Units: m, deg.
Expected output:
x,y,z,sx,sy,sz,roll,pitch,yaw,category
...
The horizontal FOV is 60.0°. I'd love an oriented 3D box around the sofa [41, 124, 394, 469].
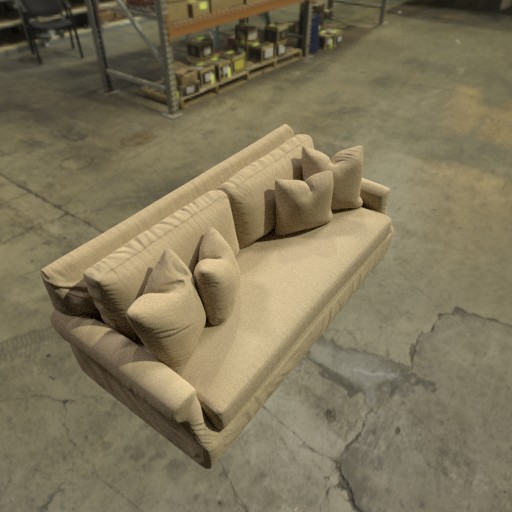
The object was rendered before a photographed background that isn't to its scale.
x,y,z,sx,sy,sz,roll,pitch,yaw,category
0.000,0.000,2.814,1.067,0.904,2.285,25,46,27,sofa
